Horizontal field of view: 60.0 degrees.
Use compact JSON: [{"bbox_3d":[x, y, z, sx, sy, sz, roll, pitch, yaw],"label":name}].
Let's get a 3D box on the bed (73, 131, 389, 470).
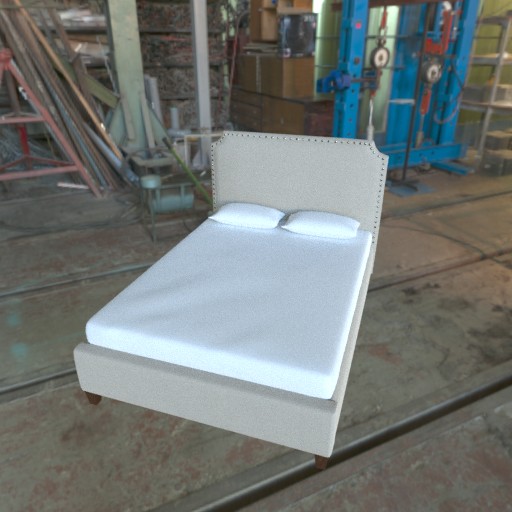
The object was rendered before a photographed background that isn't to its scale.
[{"bbox_3d":[0.000,0.000,3.467,1.713,1.443,2.372,9,28,17],"label":"bed"}]
